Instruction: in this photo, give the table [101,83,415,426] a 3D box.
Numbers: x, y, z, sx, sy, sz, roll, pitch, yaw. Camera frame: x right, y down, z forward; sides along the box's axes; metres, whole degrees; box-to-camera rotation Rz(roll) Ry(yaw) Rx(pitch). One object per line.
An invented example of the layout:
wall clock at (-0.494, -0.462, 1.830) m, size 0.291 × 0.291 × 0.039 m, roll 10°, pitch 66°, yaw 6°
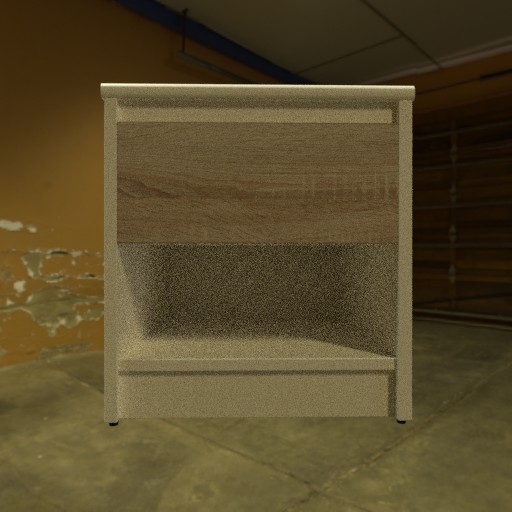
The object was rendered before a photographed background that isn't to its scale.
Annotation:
table at (0.000, 0.000, 0.782) m, size 0.420 × 0.460 × 0.380 m, roll 0°, pitch 0°, yaw -1°
